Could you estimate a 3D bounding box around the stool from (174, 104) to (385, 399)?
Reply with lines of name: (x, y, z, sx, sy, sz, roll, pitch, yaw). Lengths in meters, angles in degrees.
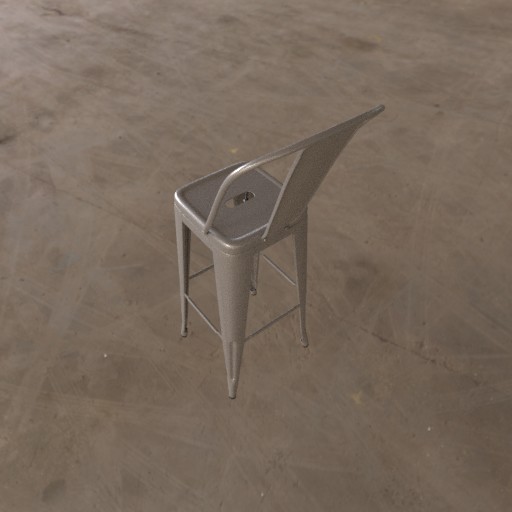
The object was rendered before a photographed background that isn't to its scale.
stool: (0.000, 0.000, 1.343, 0.399, 1.096, 0.513, -29, 52, -25)
